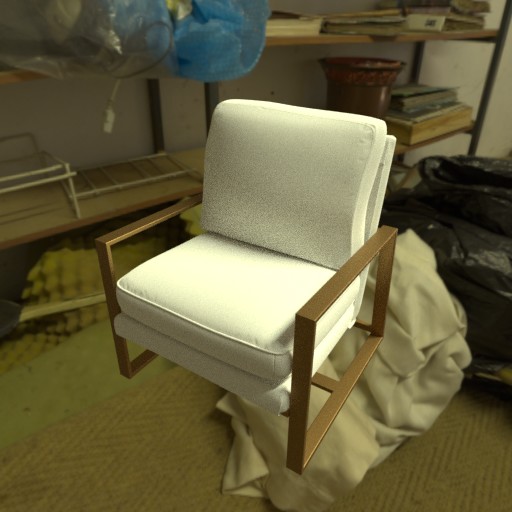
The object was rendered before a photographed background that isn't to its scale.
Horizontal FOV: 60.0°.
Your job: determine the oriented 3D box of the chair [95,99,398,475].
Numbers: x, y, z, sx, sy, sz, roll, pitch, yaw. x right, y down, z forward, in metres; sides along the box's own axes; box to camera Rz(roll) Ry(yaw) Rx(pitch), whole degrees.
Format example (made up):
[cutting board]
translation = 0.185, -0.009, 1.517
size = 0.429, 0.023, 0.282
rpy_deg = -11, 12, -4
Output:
[chair]
translation = 0.000, 0.000, 1.588
size = 0.805, 0.966, 0.813
rpy_deg = 17, 34, 28
